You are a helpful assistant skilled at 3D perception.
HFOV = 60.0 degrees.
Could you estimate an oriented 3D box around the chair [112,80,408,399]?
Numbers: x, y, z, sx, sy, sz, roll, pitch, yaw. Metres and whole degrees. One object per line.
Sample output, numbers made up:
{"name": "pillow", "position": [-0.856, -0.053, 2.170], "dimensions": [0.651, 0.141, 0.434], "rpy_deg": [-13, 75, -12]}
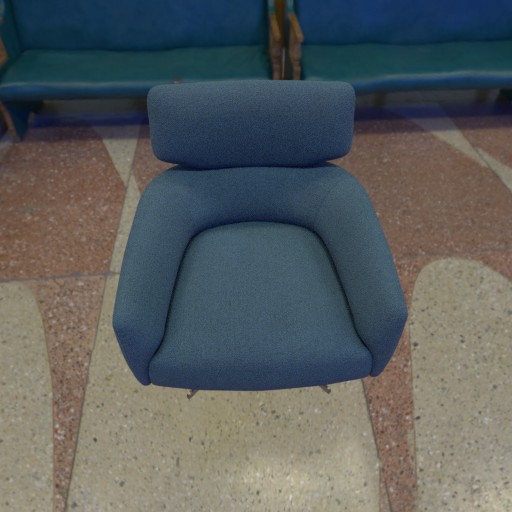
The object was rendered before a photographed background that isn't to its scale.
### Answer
{"name": "chair", "position": [0.000, 0.000, 1.375], "dimensions": [0.738, 0.813, 0.761], "rpy_deg": [-2, 46, -2]}
